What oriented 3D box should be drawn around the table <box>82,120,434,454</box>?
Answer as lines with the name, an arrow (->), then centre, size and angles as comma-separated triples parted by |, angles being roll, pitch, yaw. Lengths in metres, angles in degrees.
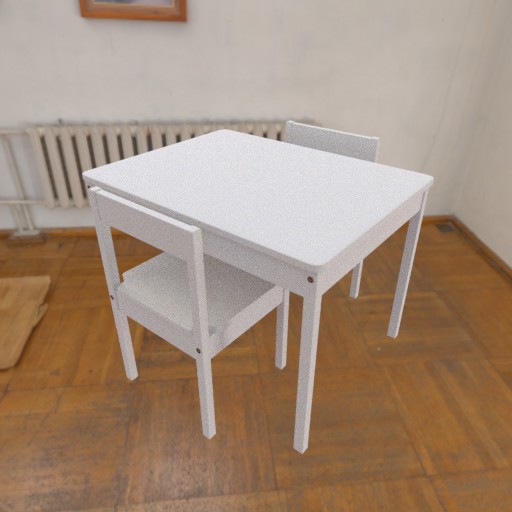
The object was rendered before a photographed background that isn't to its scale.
table -> 0.000, 0.000, 1.120 | 0.650, 0.503, 0.672 | 22, 38, 33
